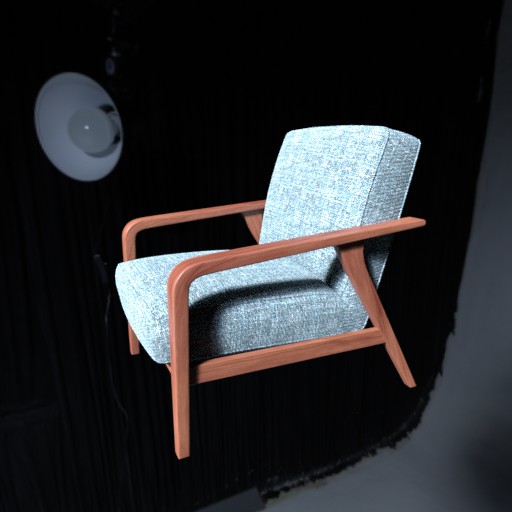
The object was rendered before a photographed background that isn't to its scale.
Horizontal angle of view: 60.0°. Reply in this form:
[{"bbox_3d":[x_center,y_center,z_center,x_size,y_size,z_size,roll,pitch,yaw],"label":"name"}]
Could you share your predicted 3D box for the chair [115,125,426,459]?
[{"bbox_3d":[0.000,0.000,1.521,0.889,0.864,0.719,-7,16,-25],"label":"chair"}]
